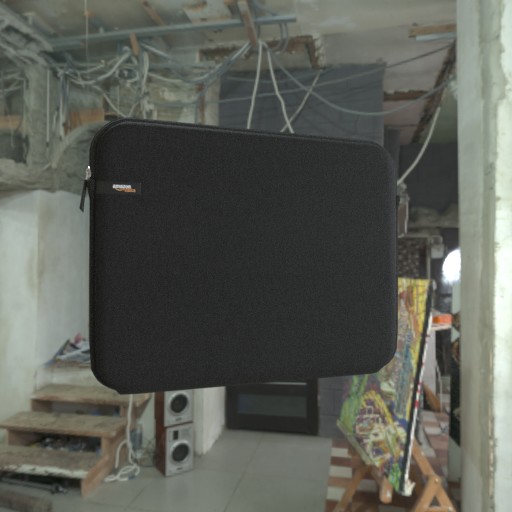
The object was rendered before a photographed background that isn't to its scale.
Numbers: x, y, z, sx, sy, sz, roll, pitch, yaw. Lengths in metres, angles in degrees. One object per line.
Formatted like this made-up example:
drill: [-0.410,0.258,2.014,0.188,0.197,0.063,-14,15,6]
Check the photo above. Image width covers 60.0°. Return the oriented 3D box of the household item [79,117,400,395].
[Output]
household item: [0.000,0.000,0.534,0.396,0.305,0.030,0,-1,-18]
